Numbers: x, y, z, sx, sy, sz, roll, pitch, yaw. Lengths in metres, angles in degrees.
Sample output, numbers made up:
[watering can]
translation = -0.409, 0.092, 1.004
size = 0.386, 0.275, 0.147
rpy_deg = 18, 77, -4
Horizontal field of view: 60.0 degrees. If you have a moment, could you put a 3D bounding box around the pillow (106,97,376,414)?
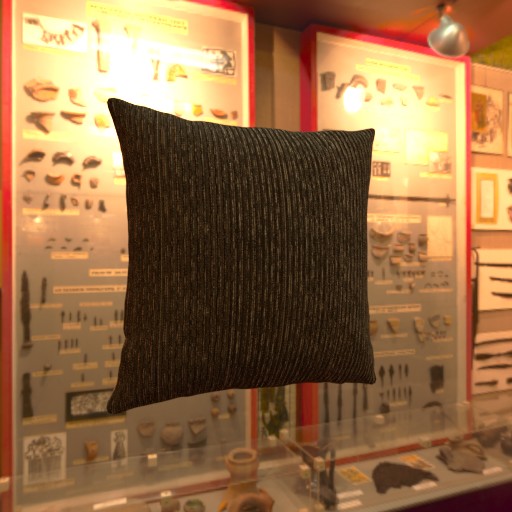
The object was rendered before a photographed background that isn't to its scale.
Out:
[pillow]
translation = 0.000, 0.000, 0.676
size = 0.433, 0.434, 0.196
rpy_deg = 0, 0, -20
